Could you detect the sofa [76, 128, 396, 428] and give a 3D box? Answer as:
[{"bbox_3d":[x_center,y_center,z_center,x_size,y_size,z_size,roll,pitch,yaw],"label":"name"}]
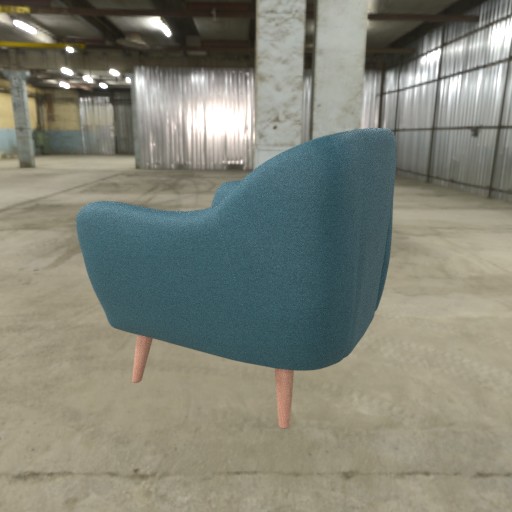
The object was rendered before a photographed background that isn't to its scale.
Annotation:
[{"bbox_3d":[0.000,0.000,1.495,0.825,0.817,0.836,7,16,26],"label":"sofa"}]
